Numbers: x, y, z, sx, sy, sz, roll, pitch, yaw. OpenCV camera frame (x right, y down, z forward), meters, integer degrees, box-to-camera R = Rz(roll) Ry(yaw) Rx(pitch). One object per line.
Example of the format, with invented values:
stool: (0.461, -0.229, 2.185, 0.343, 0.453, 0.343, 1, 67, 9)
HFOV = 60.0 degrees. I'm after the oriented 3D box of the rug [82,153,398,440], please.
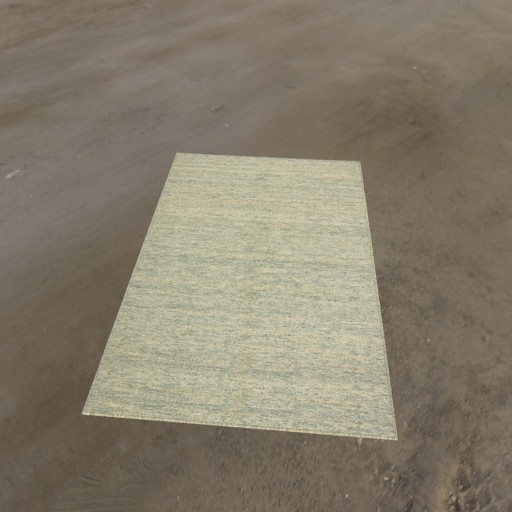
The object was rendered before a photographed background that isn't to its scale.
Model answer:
rug: (0.000, 0.000, 2.372, 1.250, 0.015, 1.850, 3, 47, 3)
